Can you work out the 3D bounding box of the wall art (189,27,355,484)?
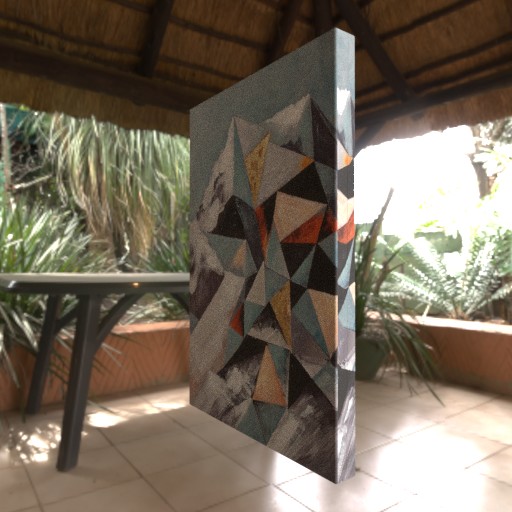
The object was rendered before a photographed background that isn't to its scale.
[{"bbox_3d":[0.000,0.000,1.141,0.061,0.911,0.609,0,-1,-37],"label":"wall art"}]
